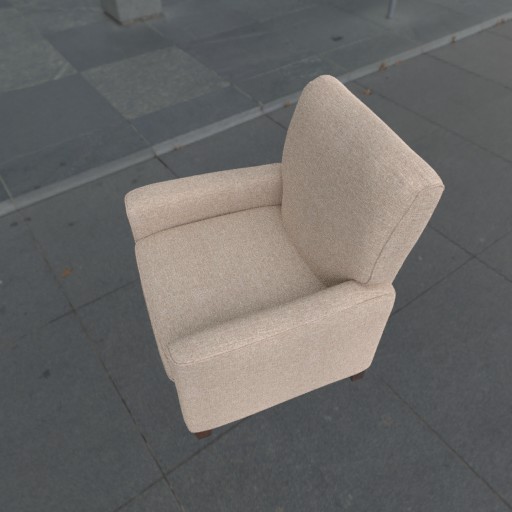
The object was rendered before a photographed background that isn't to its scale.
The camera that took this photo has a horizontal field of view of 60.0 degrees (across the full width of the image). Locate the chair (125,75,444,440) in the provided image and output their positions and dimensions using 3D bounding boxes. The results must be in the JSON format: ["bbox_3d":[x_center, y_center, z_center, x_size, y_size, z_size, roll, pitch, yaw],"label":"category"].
[{"bbox_3d":[0.000,0.000,1.645,0.858,1.028,0.841,-16,50,-14],"label":"chair"}]
